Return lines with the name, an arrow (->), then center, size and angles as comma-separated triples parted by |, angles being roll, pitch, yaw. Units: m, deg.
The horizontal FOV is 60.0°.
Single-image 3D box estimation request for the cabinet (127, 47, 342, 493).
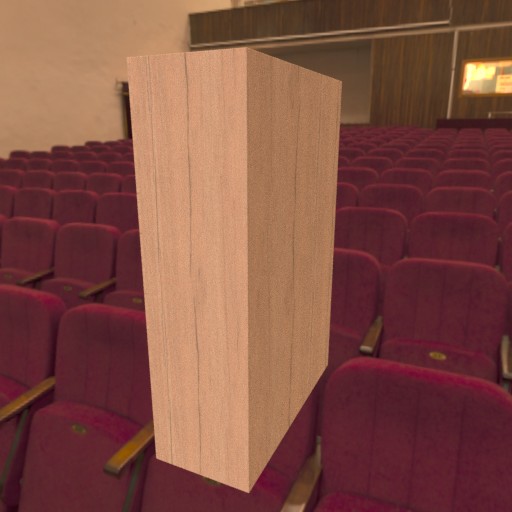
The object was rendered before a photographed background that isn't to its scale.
cabinet -> 0.000, 0.000, 2.682 | 0.580, 2.070, 1.400 | 7, 18, 24
